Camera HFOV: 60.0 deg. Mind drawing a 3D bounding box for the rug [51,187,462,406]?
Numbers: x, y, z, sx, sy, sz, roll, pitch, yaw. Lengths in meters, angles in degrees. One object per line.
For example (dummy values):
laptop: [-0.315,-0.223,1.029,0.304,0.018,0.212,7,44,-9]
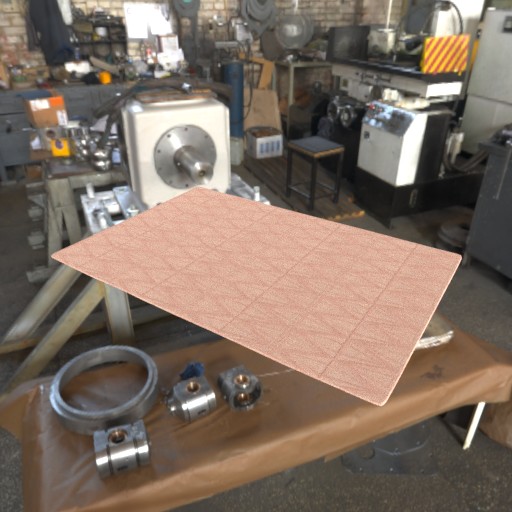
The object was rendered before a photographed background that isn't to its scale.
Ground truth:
rug: [0.000,0.000,3.071,2.390,0.015,1.609,18,35,29]
